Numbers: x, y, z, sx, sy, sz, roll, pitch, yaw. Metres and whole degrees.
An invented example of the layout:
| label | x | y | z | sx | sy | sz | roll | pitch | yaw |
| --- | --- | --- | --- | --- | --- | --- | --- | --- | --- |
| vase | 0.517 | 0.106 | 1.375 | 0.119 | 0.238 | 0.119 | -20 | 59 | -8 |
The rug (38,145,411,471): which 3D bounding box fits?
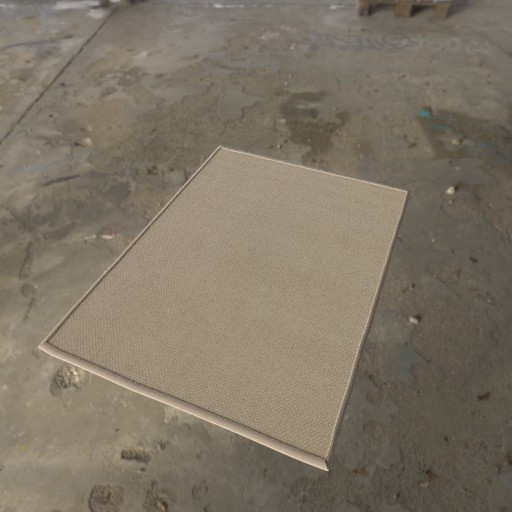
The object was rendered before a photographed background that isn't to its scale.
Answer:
| label | x | y | z | sx | sy | sz | roll | pitch | yaw |
| --- | --- | --- | --- | --- | --- | --- | --- | --- | --- |
| rug | 0.000 | 0.000 | 2.691 | 1.525 | 0.020 | 2.081 | 17 | 48 | 16 |
